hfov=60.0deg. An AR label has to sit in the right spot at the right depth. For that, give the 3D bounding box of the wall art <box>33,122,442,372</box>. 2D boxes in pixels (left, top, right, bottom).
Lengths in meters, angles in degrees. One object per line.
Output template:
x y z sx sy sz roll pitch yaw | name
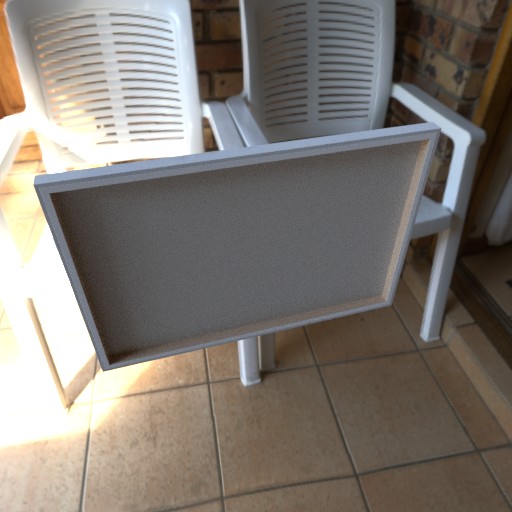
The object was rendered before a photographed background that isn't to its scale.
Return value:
0.000 0.000 1.171 0.915 0.610 0.038 -11 41 -13 | wall art
